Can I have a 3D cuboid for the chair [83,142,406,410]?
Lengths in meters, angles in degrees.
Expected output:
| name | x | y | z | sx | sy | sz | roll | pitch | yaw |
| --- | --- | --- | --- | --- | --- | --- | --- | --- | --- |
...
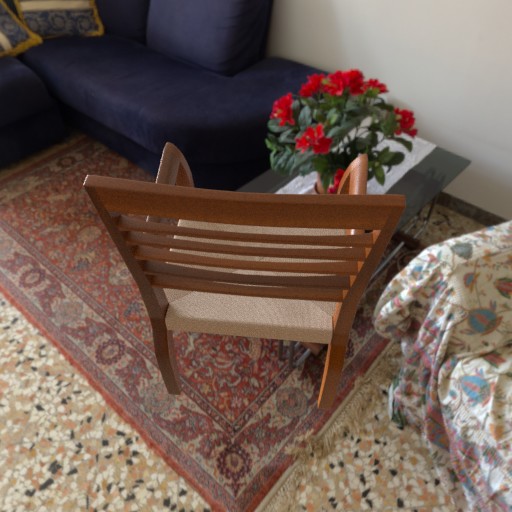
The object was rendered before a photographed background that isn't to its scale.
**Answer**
| name | x | y | z | sx | sy | sz | roll | pitch | yaw |
| --- | --- | --- | --- | --- | --- | --- | --- | --- | --- |
| chair | 0.000 | 0.000 | 1.237 | 0.587 | 0.855 | 0.540 | 4 | 47 | 4 |
